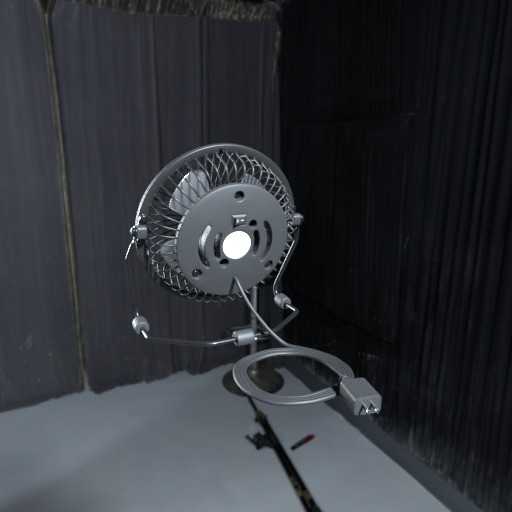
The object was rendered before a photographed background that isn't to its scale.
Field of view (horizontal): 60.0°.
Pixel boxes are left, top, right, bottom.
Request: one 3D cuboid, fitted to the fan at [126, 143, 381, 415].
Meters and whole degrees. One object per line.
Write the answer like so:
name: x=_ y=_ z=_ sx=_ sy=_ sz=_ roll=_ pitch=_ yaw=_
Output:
fan: x=0.000 y=0.000 z=0.307 sx=0.153 sy=0.152 sz=0.202 roll=-7 pitch=16 yaw=-25
